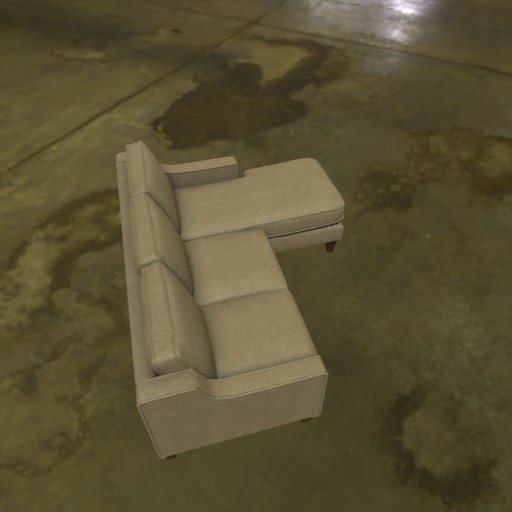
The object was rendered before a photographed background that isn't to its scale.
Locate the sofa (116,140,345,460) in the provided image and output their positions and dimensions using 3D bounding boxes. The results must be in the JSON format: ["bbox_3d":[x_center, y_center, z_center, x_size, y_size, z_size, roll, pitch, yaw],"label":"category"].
[{"bbox_3d":[0.000,0.000,3.366,1.858,1.081,2.317,-11,47,-11],"label":"sofa"}]
